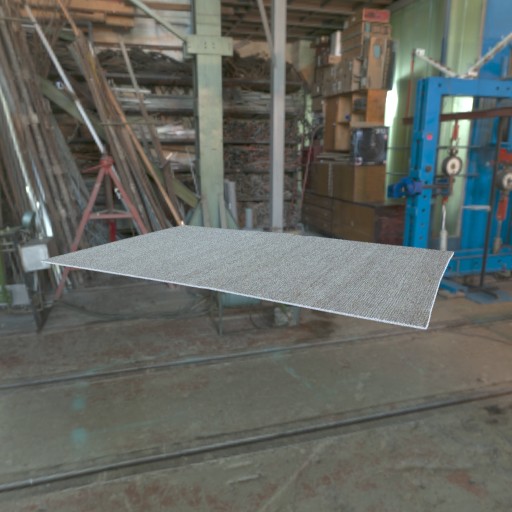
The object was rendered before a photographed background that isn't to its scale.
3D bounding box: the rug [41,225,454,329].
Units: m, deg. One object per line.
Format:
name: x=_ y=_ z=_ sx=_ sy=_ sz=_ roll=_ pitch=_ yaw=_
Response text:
rug: x=0.000 y=0.000 z=2.260 sx=1.792 sy=0.021 sz=1.154 roll=7 pitch=16 yaw=27
